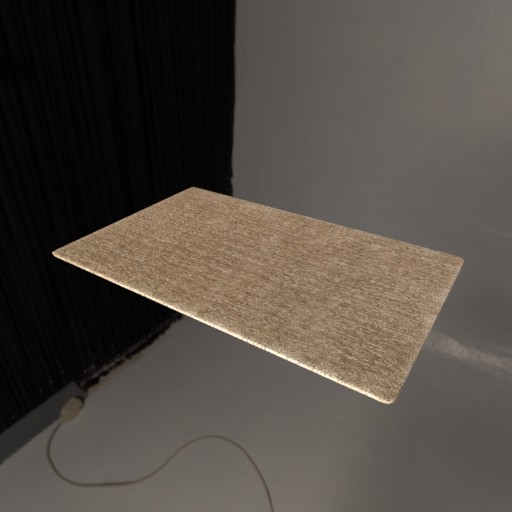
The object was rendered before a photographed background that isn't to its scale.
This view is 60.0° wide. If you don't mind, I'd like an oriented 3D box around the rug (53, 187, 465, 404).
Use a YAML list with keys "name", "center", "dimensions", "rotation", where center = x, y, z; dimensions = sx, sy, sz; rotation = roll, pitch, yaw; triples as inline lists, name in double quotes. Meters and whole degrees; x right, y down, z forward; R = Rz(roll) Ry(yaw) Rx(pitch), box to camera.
- name: "rug"
  center: [0.000, 0.000, 3.101]
  dimensions: [2.469, 0.024, 1.539]
  rotation: [18, 35, 29]
